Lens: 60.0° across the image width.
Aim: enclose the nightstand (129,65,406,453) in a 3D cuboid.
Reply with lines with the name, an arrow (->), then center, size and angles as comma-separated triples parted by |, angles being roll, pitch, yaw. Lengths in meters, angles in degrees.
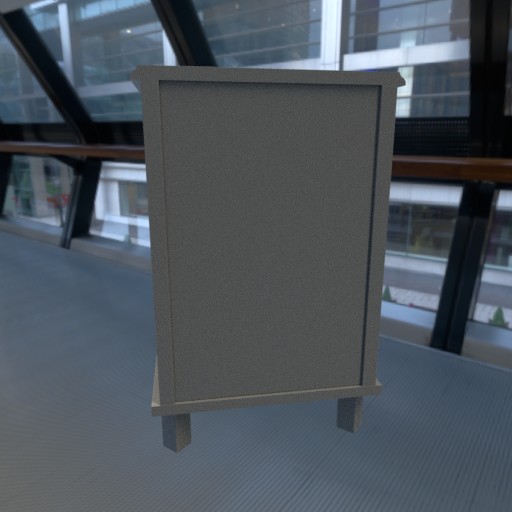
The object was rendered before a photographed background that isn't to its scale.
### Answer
nightstand -> 0.000, 0.000, 0.930 | 0.435, 0.680, 0.348 | -2, 14, -9
